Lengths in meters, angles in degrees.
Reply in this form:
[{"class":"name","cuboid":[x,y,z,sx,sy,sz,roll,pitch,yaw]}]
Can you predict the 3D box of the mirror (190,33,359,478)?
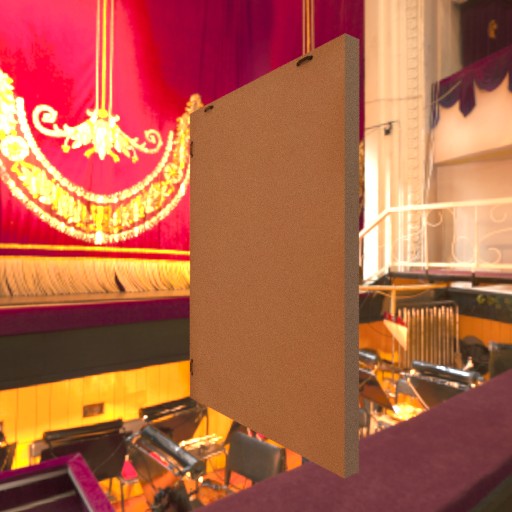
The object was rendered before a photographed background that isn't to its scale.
[{"class":"mirror","cuboid":[0.000,0.000,0.917,0.040,0.710,0.507,0,0,-37]}]
